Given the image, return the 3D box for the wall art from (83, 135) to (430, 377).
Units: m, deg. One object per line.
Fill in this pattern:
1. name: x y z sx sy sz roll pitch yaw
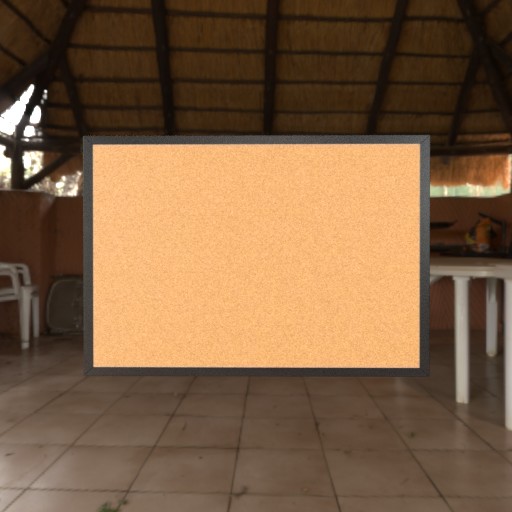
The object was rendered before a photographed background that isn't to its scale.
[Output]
1. wall art: 0.000 0.000 0.852 0.657 0.458 0.027 0 0 1
